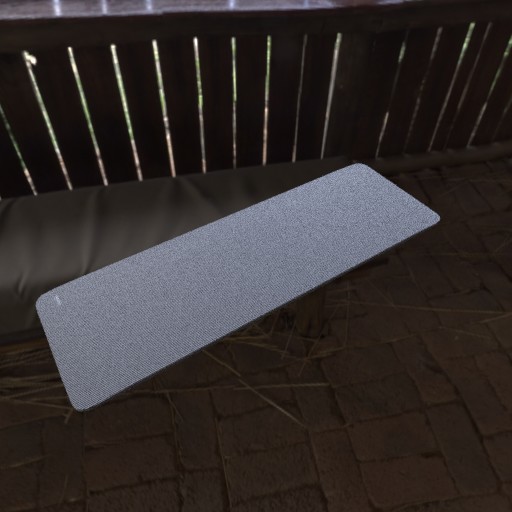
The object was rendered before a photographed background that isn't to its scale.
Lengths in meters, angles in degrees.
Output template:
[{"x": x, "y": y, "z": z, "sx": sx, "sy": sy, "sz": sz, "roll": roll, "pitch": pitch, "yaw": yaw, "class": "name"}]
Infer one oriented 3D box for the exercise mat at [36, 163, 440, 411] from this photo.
[{"x": 0.000, "y": 0.000, "z": 2.068, "sx": 1.884, "sy": 0.021, "sz": 0.616, "roll": -25, "pitch": 51, "yaw": -22, "class": "exercise mat"}]
